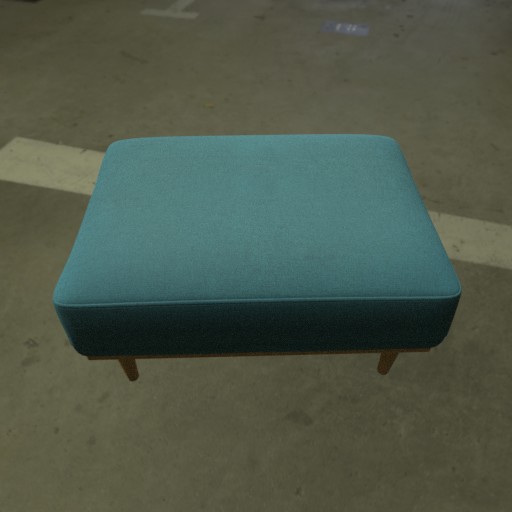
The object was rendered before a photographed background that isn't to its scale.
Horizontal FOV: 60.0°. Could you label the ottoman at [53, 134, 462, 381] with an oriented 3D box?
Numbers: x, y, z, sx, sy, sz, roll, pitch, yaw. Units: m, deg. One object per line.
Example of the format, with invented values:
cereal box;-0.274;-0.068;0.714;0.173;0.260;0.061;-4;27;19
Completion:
ottoman;0.000;0.000;1.064;0.749;0.428;0.549;-1;46;-1
